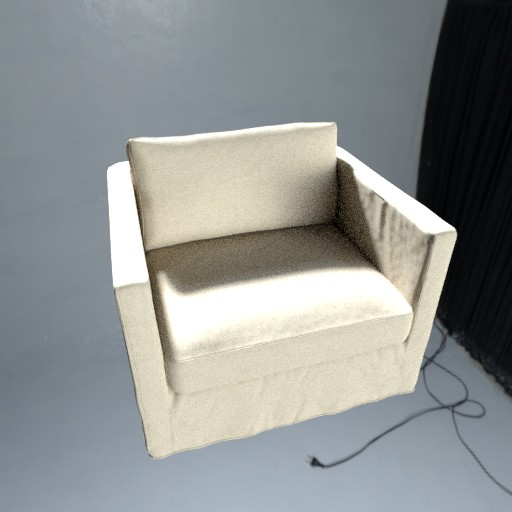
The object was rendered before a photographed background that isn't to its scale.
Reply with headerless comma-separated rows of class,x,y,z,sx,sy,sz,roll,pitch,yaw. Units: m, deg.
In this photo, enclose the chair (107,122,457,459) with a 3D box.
chair,0.000,0.000,1.736,1.057,0.867,0.949,-9,34,-14
